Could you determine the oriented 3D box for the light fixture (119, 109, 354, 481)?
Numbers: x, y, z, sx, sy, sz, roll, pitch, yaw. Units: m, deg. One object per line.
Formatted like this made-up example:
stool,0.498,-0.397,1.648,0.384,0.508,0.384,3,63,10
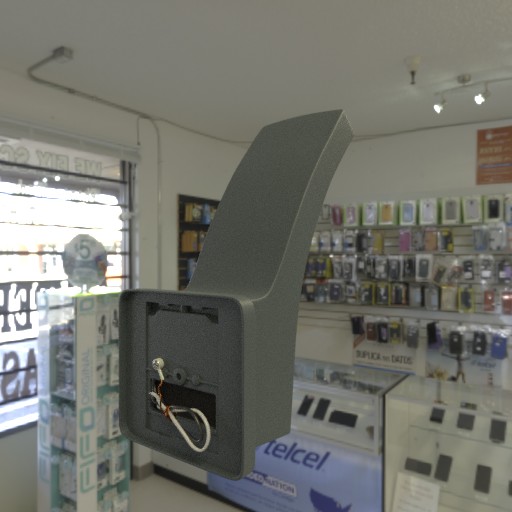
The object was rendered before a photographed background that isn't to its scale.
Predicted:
light fixture,0.000,0.000,0.332,0.108,0.243,0.174,0,0,37
